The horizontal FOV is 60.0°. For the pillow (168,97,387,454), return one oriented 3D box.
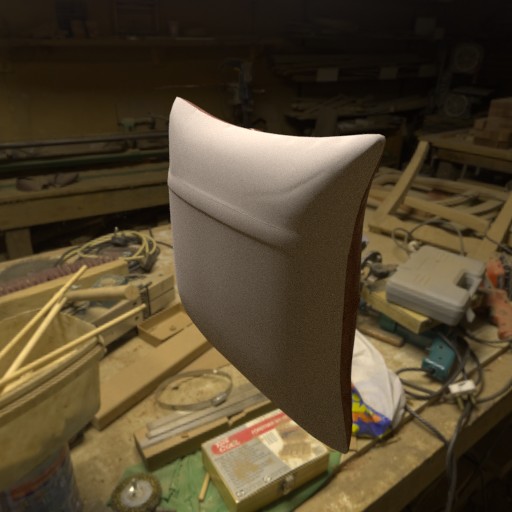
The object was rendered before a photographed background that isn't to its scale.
[{"bbox_3d":[0.000,0.000,0.757,0.192,0.477,0.501,-17,30,-31],"label":"pillow"}]
